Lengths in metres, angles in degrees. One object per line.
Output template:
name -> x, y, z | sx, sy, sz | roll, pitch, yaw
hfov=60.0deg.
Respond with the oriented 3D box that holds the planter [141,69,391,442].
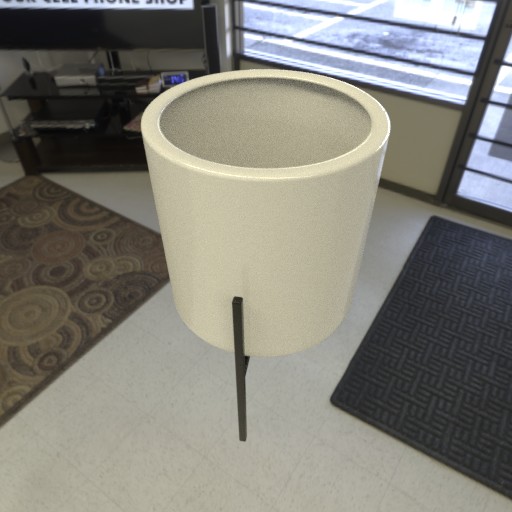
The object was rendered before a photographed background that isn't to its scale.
planter -> 0.000, 0.000, 0.516 | 0.239, 0.356, 0.239 | 27, 48, 27
